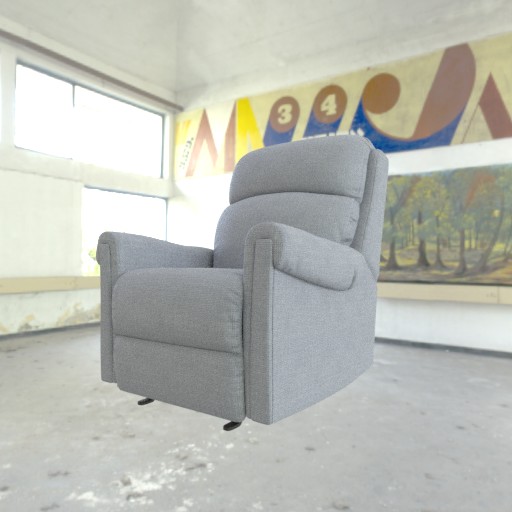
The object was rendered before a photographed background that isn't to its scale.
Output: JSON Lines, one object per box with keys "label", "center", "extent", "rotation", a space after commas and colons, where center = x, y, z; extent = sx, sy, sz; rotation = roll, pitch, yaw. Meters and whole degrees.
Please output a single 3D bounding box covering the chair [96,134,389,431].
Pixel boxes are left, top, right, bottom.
{"label": "chair", "center": [0.000, 0.000, 1.783], "extent": [0.838, 1.054, 1.014], "rotation": [0, 0, 36]}
